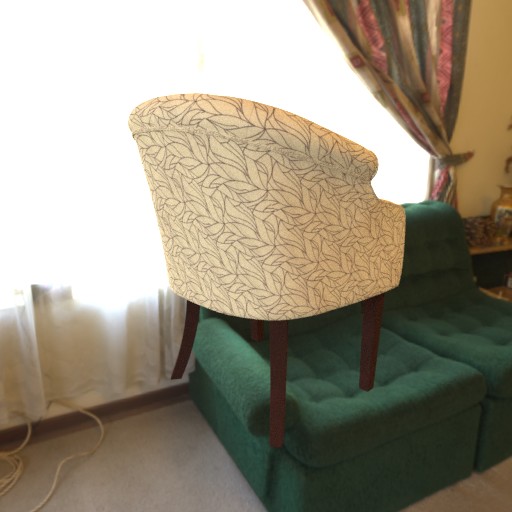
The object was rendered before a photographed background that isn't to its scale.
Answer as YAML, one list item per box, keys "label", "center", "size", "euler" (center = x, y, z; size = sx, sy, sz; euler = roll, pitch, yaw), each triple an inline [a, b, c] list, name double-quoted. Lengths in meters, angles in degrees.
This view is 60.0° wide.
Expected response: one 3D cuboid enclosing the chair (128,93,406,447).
- label: "chair"
  center: [0.000, 0.000, 1.292]
  size: [0.613, 0.858, 0.686]
  euler: [-14, 20, -42]
